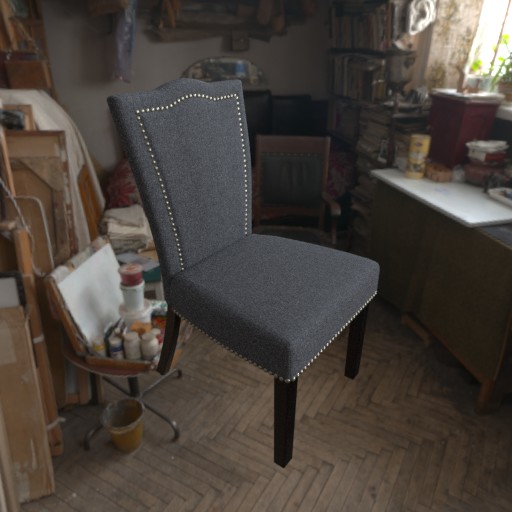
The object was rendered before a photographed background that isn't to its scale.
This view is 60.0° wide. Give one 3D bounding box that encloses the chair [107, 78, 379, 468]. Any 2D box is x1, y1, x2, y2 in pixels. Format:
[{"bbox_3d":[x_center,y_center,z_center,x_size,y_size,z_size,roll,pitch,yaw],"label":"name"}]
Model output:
[{"bbox_3d":[0.000,0.000,1.304,0.589,0.946,0.518,19,33,32],"label":"chair"}]
